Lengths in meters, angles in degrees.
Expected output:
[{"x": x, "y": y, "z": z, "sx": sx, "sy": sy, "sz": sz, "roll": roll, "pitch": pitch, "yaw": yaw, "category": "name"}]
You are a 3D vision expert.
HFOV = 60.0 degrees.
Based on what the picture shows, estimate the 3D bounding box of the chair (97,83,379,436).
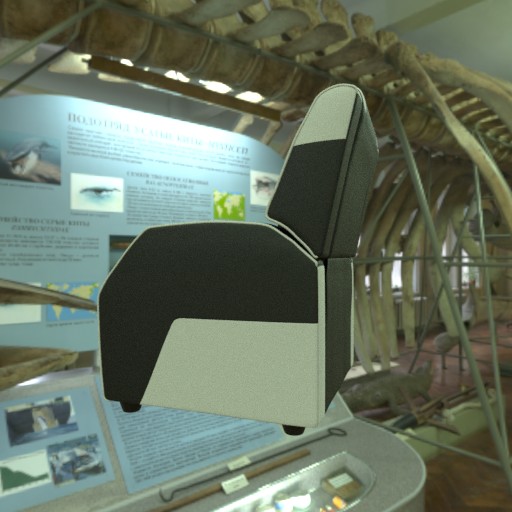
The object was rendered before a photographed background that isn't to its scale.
[{"x": 0.000, "y": 0.000, "z": 1.319, "sx": 0.672, "sy": 0.805, "sz": 0.620, "roll": 0, "pitch": 0, "yaw": 19, "category": "chair"}]
